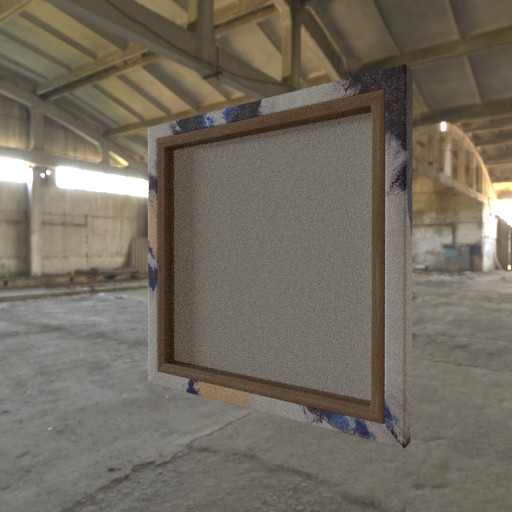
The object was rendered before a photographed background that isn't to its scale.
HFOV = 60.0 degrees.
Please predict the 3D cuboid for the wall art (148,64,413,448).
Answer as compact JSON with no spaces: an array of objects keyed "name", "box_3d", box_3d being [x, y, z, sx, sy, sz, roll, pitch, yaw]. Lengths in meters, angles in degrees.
[{"name":"wall art","box_3d":[0.000,0.000,0.892,0.609,0.609,0.039,0,1,36]}]
